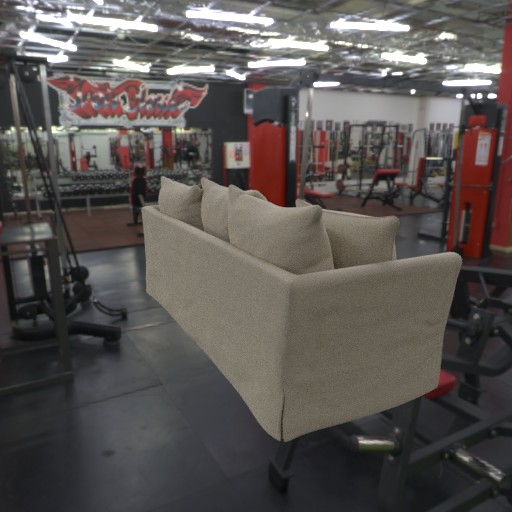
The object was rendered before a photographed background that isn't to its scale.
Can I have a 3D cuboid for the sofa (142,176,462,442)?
[{"bbox_3d":[0.000,0.000,3.063,1.046,1.047,2.499,-7,16,-26],"label":"sofa"}]
